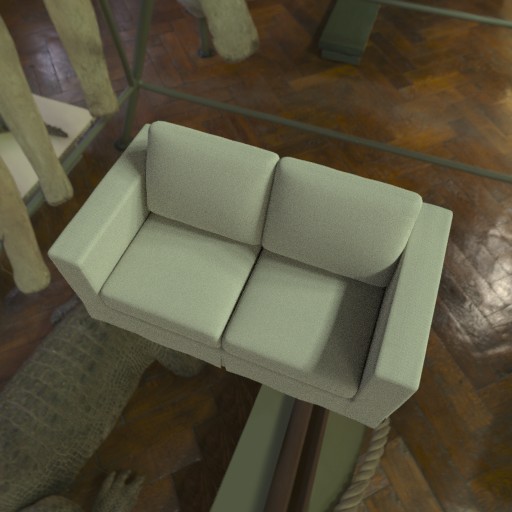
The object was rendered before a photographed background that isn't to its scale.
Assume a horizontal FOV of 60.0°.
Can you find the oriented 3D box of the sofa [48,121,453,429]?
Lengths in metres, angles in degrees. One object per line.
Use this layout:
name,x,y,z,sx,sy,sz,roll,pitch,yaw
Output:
sofa,0.000,0.000,2.375,1.813,0.932,1.009,18,60,11
